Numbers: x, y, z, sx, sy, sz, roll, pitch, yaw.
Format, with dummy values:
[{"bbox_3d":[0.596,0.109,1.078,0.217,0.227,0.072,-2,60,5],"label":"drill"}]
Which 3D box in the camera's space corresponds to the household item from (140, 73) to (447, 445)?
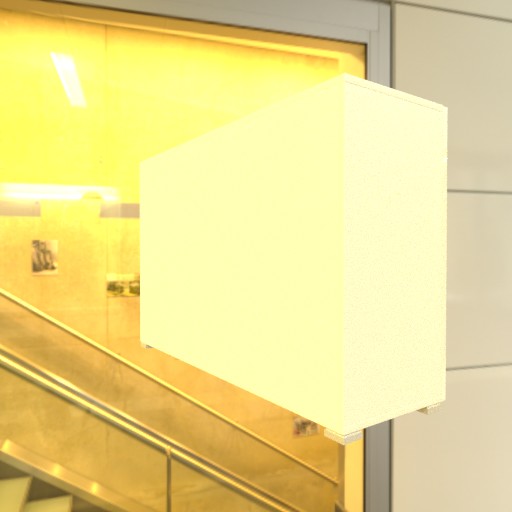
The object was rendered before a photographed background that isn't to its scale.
[{"bbox_3d":[0.000,0.000,1.683,0.420,0.867,1.300,-1,1,-35],"label":"household item"}]
